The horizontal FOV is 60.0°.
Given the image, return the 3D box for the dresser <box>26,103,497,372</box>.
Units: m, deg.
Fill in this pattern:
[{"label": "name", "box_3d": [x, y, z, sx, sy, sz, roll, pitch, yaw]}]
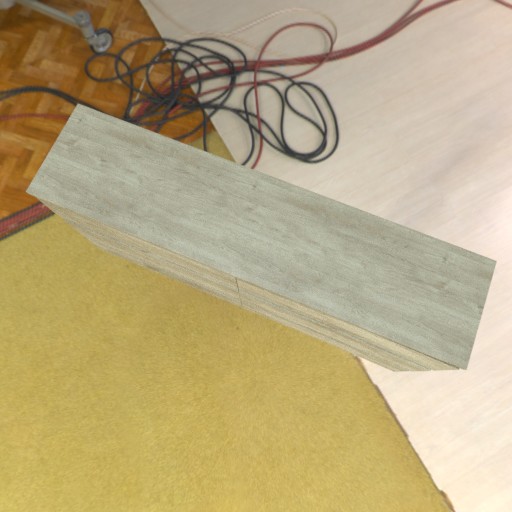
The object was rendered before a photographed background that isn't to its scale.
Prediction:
[{"label": "dresser", "box_3d": [0.000, 0.000, 1.900, 1.590, 0.795, 0.390, 21, 76, 6]}]
